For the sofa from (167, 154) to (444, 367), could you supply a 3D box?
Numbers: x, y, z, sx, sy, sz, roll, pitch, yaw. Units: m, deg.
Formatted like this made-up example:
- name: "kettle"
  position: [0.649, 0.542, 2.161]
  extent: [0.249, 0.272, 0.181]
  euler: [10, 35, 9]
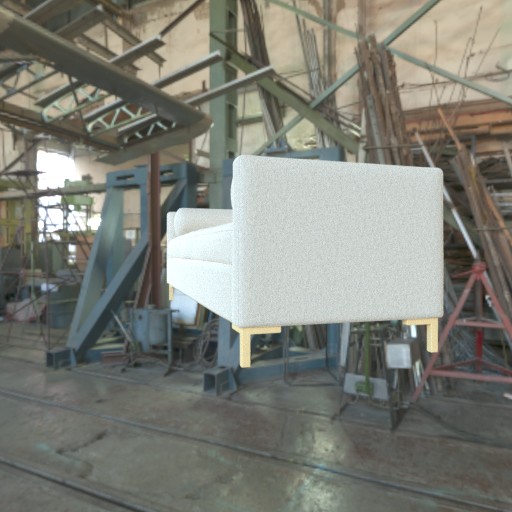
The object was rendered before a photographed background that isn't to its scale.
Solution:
- name: "sofa"
  position: [0.000, 0.000, 2.329]
  extent: [0.746, 0.641, 1.985]
  euler: [0, 0, -17]
